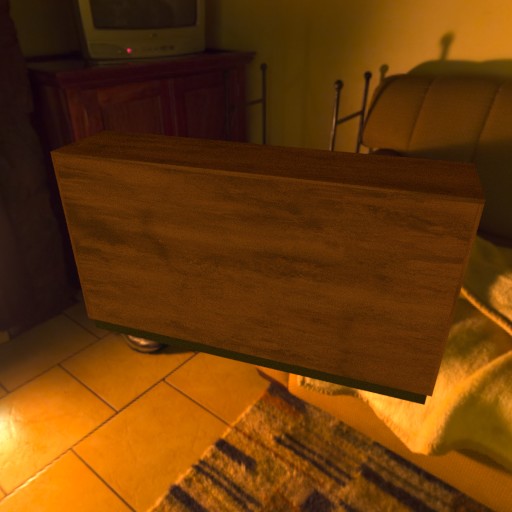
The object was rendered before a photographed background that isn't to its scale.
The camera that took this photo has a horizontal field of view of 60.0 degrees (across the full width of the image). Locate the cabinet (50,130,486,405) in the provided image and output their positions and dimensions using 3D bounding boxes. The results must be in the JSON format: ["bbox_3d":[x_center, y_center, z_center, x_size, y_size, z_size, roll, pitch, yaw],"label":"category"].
[{"bbox_3d":[0.000,0.000,1.952,1.600,0.900,0.420,9,31,16],"label":"cabinet"}]
